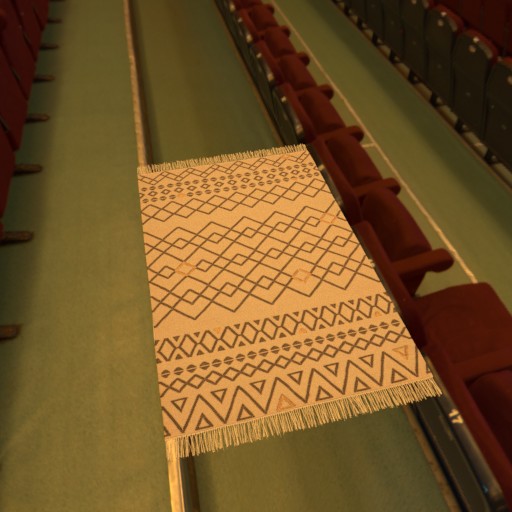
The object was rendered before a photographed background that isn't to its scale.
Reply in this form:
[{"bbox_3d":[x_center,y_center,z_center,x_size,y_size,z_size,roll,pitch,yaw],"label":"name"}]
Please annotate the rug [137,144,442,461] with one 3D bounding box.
[{"bbox_3d":[0.000,0.000,2.524,1.224,0.028,2.023,-10,49,-9],"label":"rug"}]
